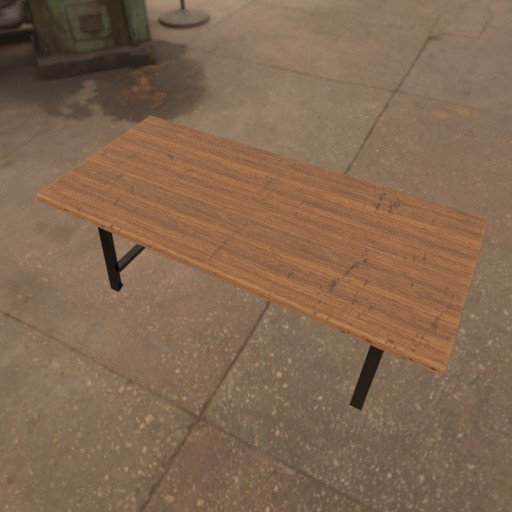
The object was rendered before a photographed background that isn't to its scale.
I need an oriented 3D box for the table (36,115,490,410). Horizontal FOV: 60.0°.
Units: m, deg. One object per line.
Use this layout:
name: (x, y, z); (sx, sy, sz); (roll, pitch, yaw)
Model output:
table: (0.000, 0.000, 2.620); (2.200, 0.757, 1.000); (22, 50, 20)
